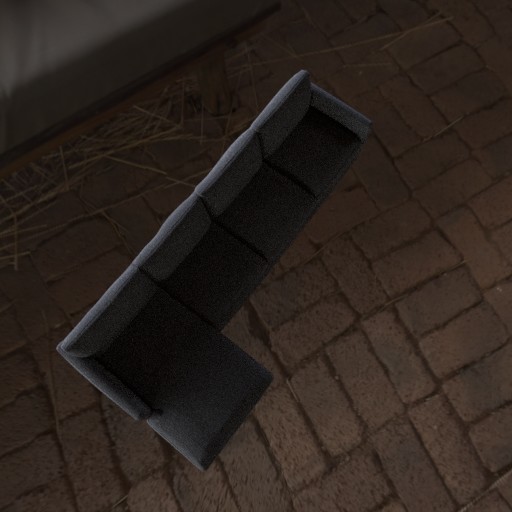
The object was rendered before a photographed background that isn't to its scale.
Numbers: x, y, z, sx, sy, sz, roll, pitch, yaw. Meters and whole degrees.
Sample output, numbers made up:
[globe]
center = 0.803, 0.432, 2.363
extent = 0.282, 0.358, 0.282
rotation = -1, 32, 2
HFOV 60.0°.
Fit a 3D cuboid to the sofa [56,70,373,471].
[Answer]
[sofa]
center = 0.000, 0.000, 3.483
extent = 1.350, 0.810, 2.932
rotation = 36, 77, 10
